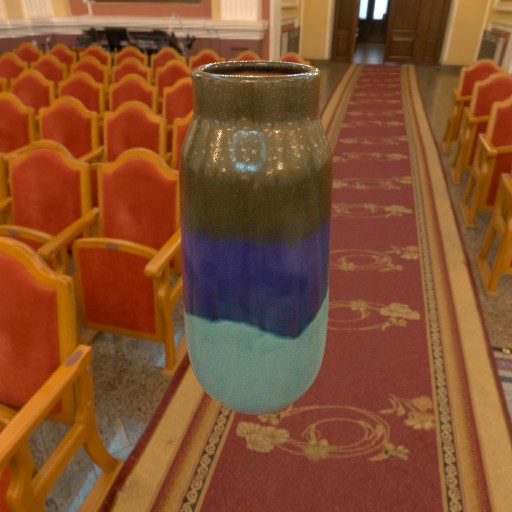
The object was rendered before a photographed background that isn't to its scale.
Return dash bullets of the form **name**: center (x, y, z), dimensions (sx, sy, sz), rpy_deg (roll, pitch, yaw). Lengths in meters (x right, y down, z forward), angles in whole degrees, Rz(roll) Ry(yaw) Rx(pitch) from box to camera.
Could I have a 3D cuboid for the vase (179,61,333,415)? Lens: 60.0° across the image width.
- **vase**: center (0.000, 0.000, 0.397), dimensions (0.139, 0.313, 0.139), rpy_deg (0, 30, 0)
